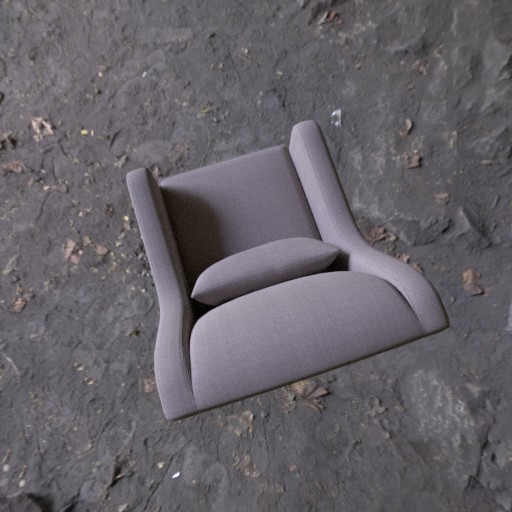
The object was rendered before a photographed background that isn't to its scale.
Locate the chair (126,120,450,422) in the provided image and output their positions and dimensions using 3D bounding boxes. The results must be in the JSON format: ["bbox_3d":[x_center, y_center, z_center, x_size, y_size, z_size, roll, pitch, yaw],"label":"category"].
[{"bbox_3d":[0.000,0.000,1.595,0.715,1.017,0.890,-17,75,-5],"label":"chair"}]
